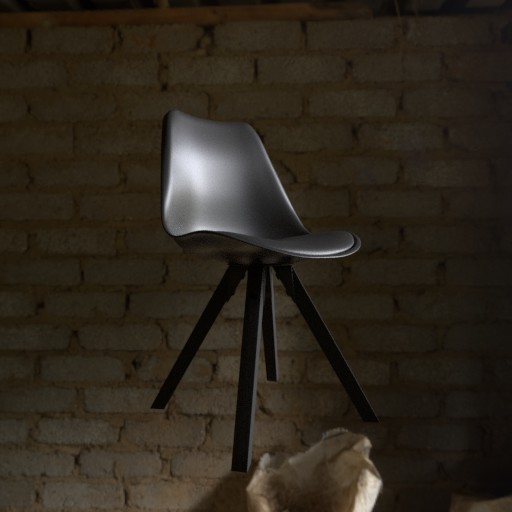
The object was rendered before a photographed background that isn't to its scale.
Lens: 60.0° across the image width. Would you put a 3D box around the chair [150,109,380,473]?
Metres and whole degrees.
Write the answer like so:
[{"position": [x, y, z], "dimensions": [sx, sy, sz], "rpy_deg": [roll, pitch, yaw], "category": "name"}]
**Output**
[{"position": [0.000, 0.000, 1.191], "dimensions": [0.485, 0.850, 0.530], "rpy_deg": [-1, 3, -36], "category": "chair"}]
